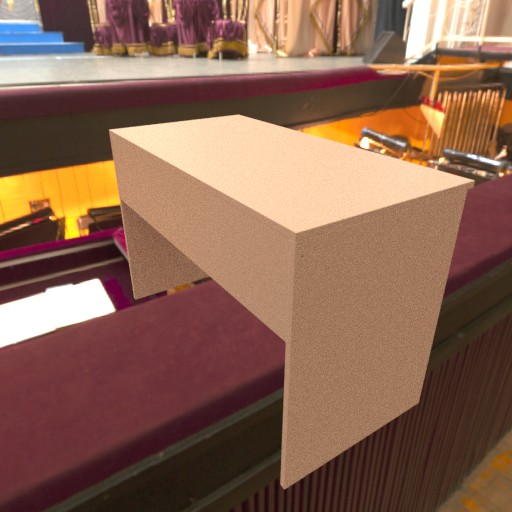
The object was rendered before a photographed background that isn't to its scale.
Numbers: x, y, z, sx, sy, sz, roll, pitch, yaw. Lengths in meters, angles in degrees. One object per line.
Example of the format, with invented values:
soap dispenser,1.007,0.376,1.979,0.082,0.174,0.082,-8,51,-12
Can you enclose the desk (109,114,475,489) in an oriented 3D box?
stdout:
desk,0.000,0.000,1.524,0.560,0.730,1.100,-17,32,-30
